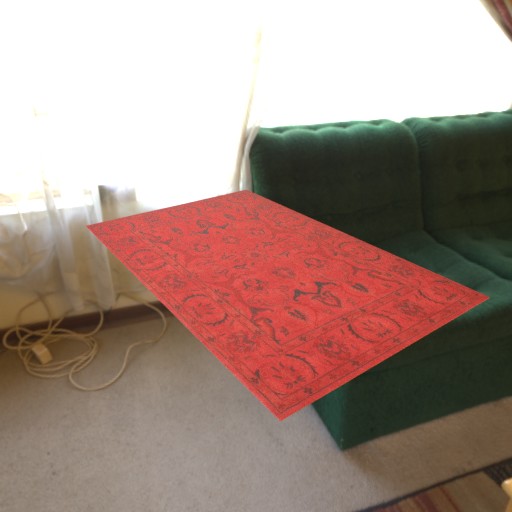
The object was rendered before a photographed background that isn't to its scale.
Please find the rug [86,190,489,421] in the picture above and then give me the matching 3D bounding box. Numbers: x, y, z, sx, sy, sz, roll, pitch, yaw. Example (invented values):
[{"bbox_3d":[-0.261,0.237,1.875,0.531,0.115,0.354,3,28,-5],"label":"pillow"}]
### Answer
[{"bbox_3d":[0.000,0.000,3.000,1.534,0.010,2.423,-18,32,-32],"label":"rug"}]
